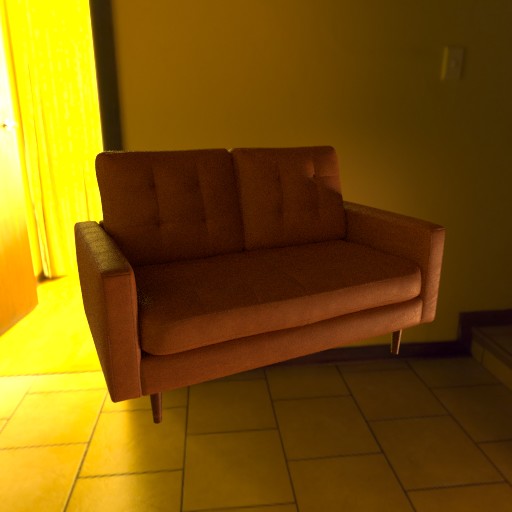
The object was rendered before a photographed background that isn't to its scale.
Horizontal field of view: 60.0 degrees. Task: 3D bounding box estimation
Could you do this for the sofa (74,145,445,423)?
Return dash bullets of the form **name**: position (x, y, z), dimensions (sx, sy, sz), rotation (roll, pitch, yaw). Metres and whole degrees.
- **sofa**: position (0.000, 0.000, 1.949), dimensions (1.430, 0.898, 0.868), rotation (-8, 18, -25)
